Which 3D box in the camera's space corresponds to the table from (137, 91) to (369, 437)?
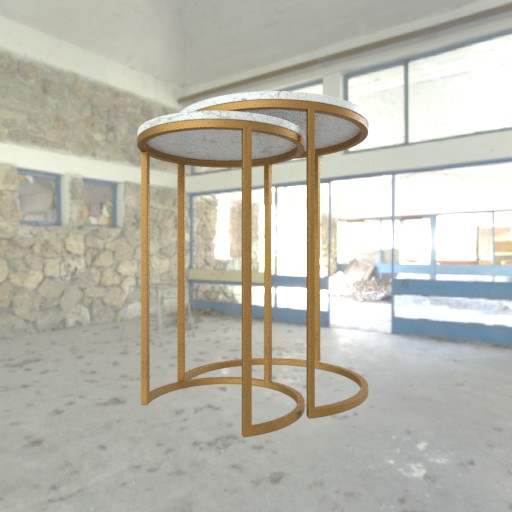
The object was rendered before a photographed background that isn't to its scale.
[{"bbox_3d":[0.000,0.000,0.896,0.400,0.550,0.507,0,0,37],"label":"table"}]
